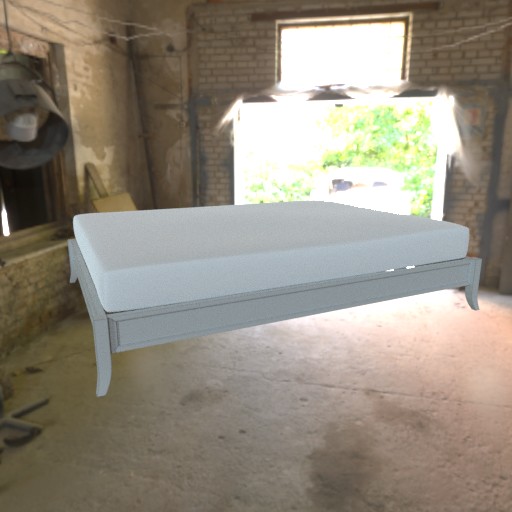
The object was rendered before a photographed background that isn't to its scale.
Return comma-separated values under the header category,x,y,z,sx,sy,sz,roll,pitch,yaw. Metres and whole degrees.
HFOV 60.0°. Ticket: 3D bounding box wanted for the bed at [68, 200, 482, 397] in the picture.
category,x,y,z,sx,sy,sz,roll,pitch,yaw
bed,0.000,0.000,2.766,2.108,0.510,1.604,-7,16,-25
